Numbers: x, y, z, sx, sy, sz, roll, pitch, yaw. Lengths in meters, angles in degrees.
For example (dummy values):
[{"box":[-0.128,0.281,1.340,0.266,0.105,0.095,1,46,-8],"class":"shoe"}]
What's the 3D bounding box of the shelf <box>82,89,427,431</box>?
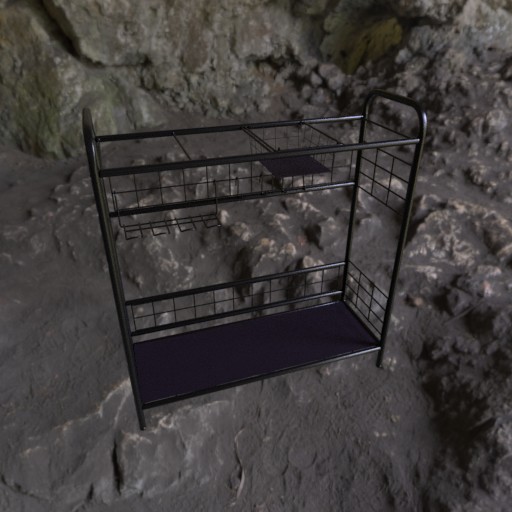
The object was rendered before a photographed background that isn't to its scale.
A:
[{"box":[0.000,0.000,1.543,0.961,1.026,0.350,-10,31,-16],"class":"shelf"}]
